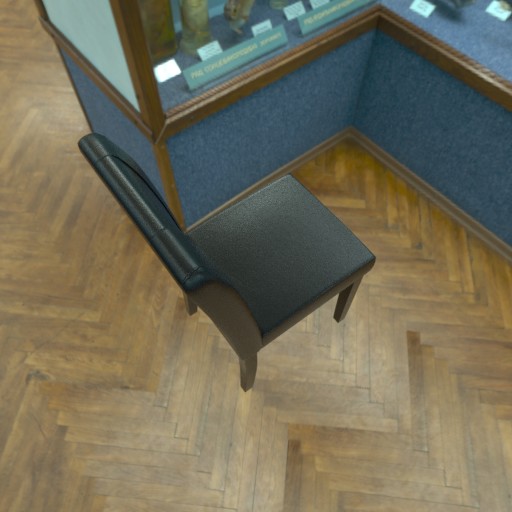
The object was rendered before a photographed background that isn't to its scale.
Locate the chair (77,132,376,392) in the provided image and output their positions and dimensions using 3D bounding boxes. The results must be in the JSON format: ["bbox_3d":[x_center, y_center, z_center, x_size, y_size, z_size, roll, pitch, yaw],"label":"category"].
[{"bbox_3d":[0.000,0.000,1.197,0.556,0.897,0.399,-32,64,-18],"label":"chair"}]
